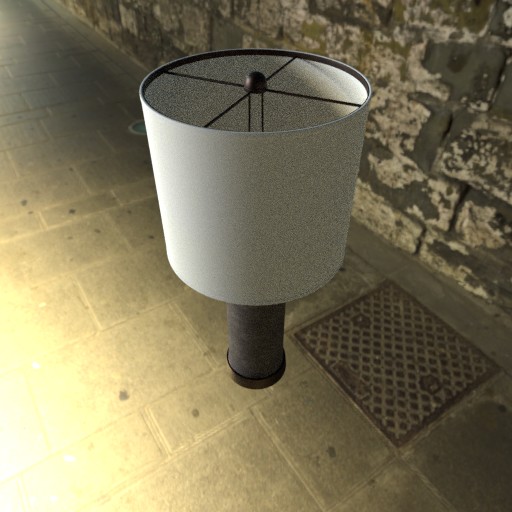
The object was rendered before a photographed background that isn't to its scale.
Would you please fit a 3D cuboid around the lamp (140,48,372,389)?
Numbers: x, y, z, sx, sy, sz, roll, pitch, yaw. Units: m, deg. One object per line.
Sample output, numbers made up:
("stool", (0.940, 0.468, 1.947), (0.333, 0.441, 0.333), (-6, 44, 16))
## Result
("lamp", (0.000, 0.000, 0.779), (0.301, 0.630, 0.301), (-13, 43, -15))
